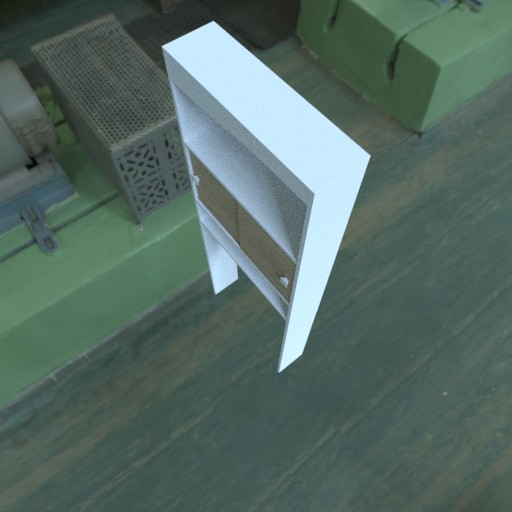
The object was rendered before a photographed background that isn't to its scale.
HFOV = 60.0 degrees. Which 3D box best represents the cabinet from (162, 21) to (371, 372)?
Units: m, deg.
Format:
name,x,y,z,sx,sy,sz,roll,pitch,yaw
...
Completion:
name,x,y,z,sx,sy,sz,roll,pitch,yaw
cabinet,0.000,0.000,1.934,0.192,1.770,0.643,-35,68,-17
